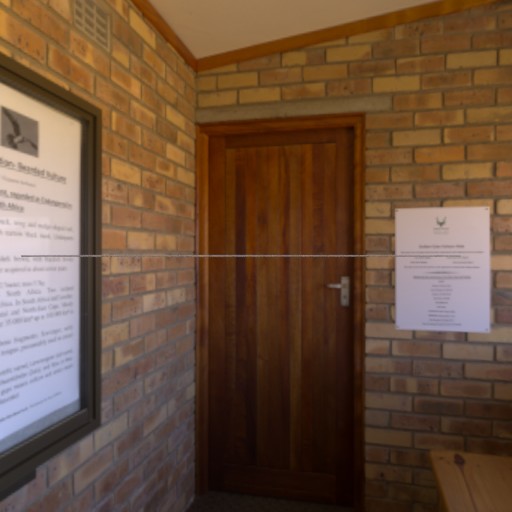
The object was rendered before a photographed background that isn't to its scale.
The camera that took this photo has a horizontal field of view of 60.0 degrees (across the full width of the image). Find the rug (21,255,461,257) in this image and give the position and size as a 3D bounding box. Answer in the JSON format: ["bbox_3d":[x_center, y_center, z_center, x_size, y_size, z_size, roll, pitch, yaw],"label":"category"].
[{"bbox_3d":[0.000,0.000,2.508,2.275,0.009,0.684,0,0,-19],"label":"rug"}]
